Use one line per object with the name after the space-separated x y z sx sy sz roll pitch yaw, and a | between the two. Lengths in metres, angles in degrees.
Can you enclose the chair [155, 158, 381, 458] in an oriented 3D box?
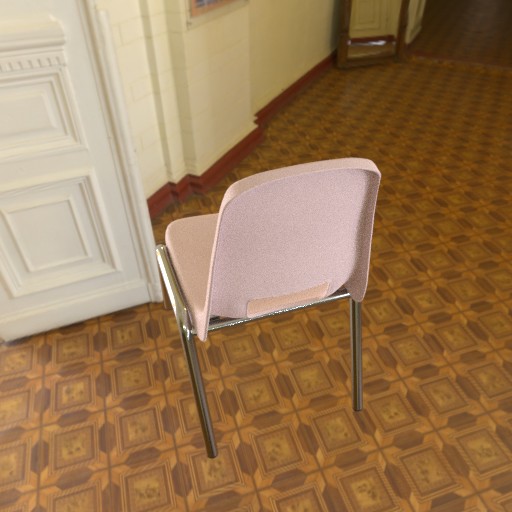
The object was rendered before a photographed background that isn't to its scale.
0.000 0.000 0.833 0.354 0.586 0.423 -12 42 -14 | chair
